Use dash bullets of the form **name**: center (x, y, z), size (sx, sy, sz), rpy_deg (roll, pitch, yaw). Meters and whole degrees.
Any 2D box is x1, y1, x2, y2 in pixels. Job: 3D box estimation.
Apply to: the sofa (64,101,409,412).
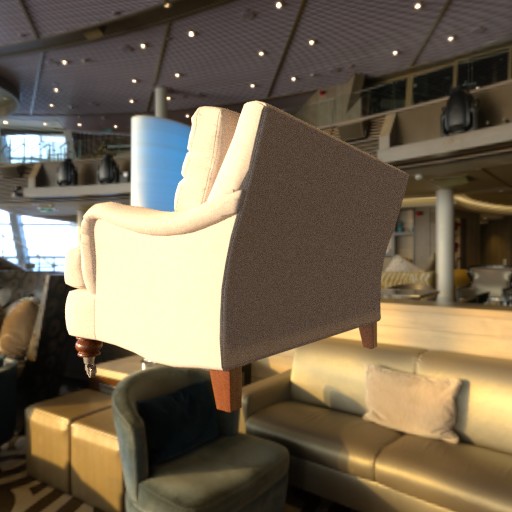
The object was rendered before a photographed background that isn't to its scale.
- **sofa**: center (0.000, 0.000, 2.202), size (1.087, 1.048, 1.508), rpy_deg (0, 0, 36)
